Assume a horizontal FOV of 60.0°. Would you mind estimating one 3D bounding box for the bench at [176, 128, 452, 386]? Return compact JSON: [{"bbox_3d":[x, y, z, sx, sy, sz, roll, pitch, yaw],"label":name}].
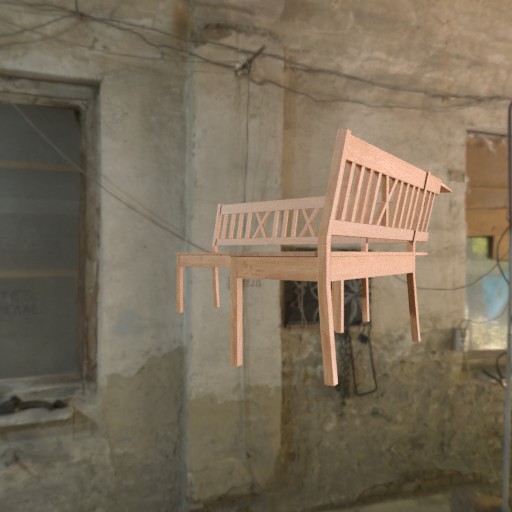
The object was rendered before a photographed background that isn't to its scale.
[{"bbox_3d":[0.000,0.000,2.721,1.937,0.902,1.537,0,0,37],"label":"bench"}]
